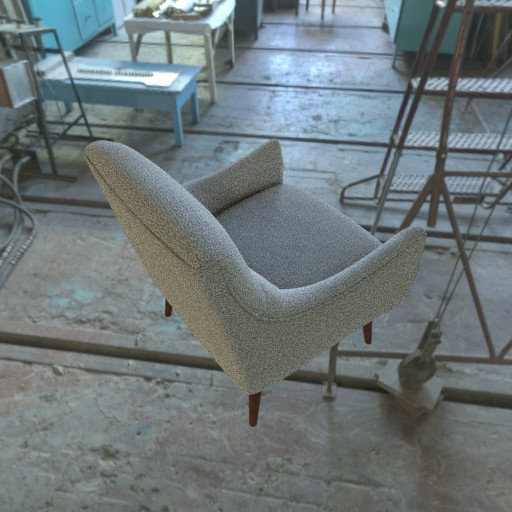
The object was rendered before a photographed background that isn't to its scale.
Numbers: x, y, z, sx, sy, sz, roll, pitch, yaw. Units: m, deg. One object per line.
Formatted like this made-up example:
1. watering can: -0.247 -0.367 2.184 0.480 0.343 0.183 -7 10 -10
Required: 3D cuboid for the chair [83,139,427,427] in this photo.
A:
1. chair: 0.000 0.000 1.483 0.787 0.838 0.762 -27 49 -26
